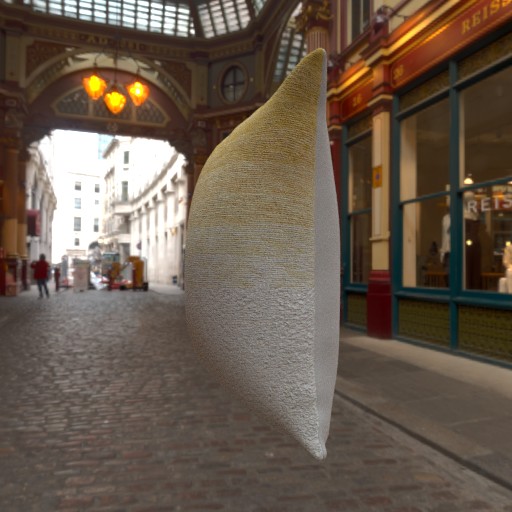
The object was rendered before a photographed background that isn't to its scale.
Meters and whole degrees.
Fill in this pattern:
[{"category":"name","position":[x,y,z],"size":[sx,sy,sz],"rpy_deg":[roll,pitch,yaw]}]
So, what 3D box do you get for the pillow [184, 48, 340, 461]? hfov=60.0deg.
[{"category":"pillow","position":[0.000,0.000,0.683],"size":[0.211,0.450,0.450],"rpy_deg":[0,-1,-19]}]
